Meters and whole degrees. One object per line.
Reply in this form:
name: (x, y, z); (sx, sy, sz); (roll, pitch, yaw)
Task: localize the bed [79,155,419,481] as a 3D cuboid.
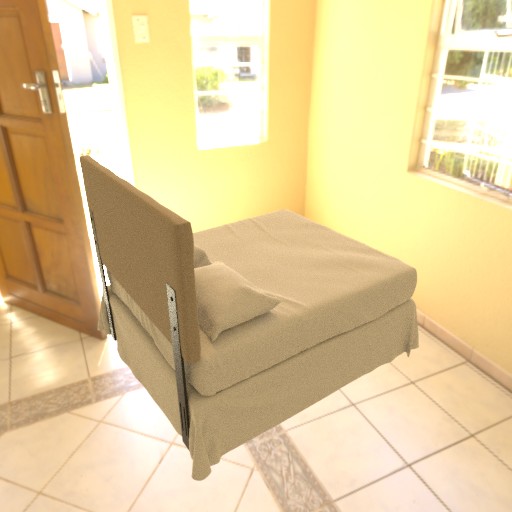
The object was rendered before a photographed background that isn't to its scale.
bed: (0.000, 0.000, 3.527); (2.222, 1.577, 1.936); (-17, 31, -31)
